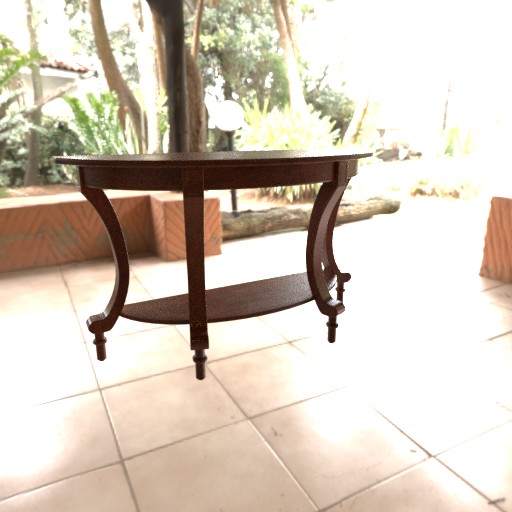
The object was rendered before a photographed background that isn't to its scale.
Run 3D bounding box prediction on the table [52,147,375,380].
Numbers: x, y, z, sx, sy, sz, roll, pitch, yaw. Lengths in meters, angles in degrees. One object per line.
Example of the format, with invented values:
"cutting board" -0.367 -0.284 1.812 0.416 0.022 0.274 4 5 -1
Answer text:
"table" 0.000 0.000 1.556 1.198 0.699 0.394 -9 19 -27
